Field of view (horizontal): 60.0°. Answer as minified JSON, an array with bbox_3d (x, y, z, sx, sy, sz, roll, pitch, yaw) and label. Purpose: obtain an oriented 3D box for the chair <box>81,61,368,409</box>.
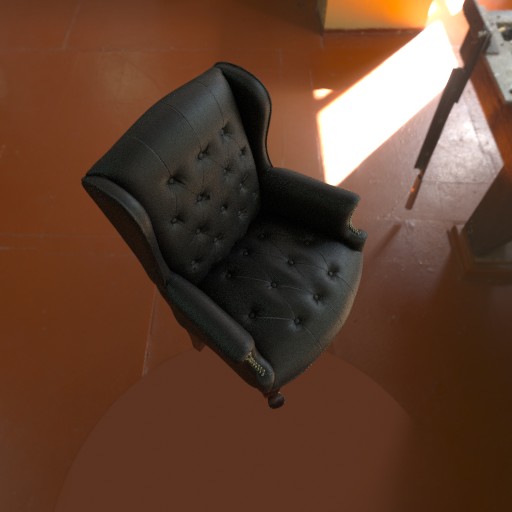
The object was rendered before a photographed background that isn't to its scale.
[{"bbox_3d":[0.000,0.000,1.731,0.822,1.133,0.831,30,63,18],"label":"chair"}]
